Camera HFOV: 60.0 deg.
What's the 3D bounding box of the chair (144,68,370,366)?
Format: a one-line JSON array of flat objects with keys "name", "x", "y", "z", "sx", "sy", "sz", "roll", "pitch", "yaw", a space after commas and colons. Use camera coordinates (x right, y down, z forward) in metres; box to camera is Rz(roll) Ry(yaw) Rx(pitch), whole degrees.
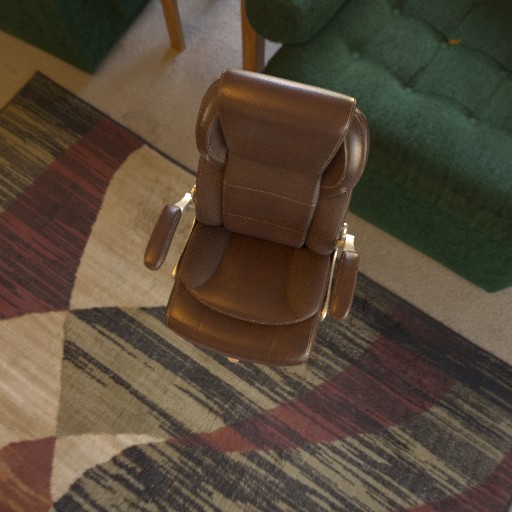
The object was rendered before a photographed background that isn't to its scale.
[{"name": "chair", "x": 0.000, "y": 0.000, "z": 1.681, "sx": 0.733, "sy": 1.160, "sz": 0.774, "roll": 15, "pitch": 74, "yaw": 4}]
